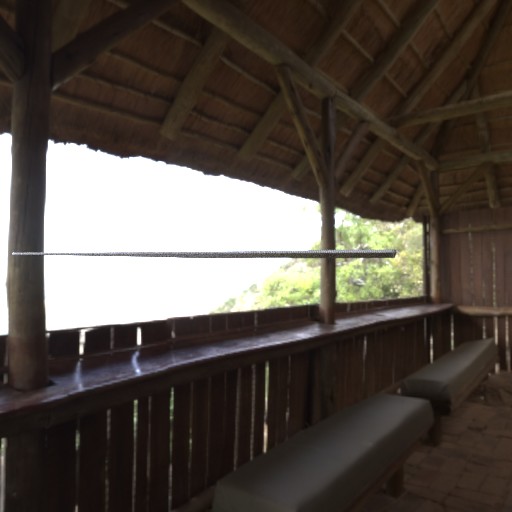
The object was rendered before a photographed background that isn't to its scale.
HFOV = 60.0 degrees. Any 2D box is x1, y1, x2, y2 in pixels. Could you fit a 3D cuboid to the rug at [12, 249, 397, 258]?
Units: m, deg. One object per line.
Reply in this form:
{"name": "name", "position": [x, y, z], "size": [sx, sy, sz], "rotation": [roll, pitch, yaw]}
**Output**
{"name": "rug", "position": [0.000, 0.000, 4.074], "size": [2.447, 0.017, 3.123], "rotation": [0, -1, 17]}
